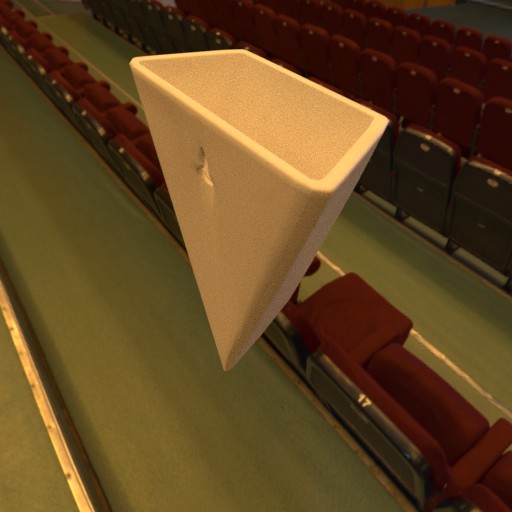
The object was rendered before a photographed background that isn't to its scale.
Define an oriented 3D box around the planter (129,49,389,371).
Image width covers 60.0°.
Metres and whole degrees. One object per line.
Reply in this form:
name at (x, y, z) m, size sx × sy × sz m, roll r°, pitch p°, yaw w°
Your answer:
planter at (0.000, 0.000, 0.264) m, size 0.060 × 0.197 × 0.150 m, roll -26°, pitch 49°, yaw -26°
